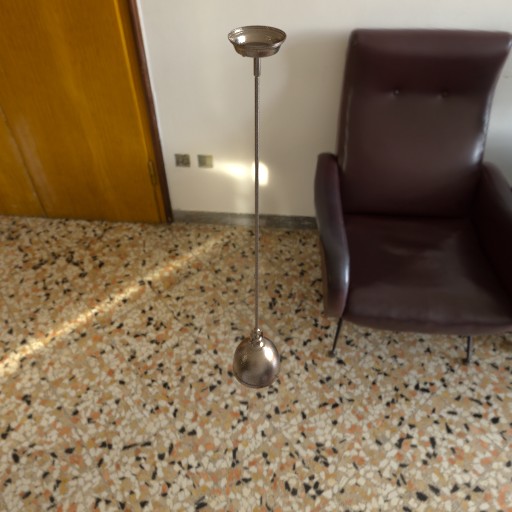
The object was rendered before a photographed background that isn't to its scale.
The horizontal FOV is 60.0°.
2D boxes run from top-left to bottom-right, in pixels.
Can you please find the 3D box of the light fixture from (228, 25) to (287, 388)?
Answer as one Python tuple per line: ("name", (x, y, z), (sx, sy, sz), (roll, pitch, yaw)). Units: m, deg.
("light fixture", (0.000, 0.000, 1.458), (0.217, 1.367, 0.211), (-23, 49, -21))
